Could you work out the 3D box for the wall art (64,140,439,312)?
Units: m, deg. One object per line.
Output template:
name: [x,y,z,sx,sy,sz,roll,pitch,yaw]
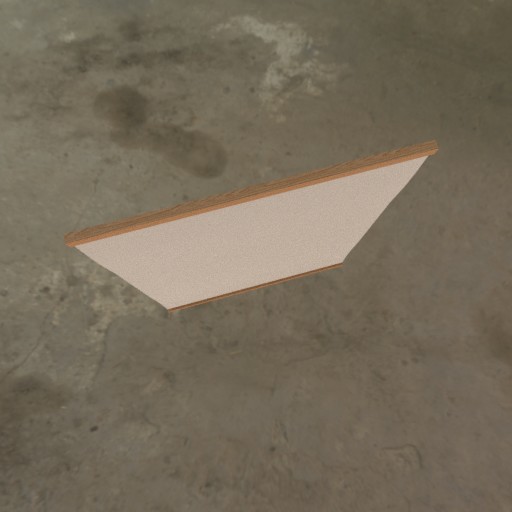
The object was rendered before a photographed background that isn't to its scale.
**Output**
wall art: [0.000,0.000,1.340,0.739,1.016,0.020,-15,76,-4]
